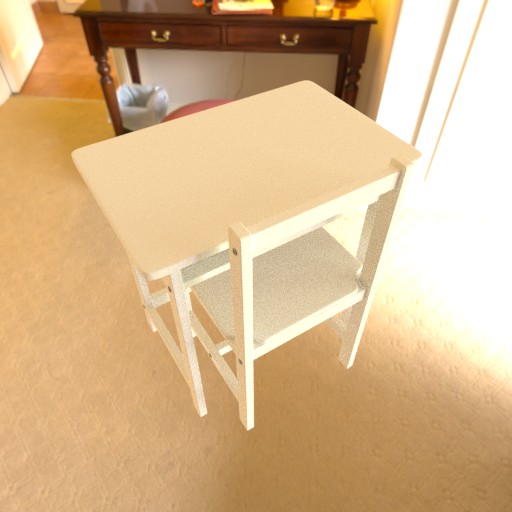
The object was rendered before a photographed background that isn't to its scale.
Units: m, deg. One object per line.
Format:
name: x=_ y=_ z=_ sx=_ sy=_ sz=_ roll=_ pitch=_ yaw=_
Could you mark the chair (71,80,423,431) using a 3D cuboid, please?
chair: x=0.000 y=0.000 z=1.061 sx=0.599 sy=0.673 sz=0.461 roll=-25 pitch=51 yaw=-21
